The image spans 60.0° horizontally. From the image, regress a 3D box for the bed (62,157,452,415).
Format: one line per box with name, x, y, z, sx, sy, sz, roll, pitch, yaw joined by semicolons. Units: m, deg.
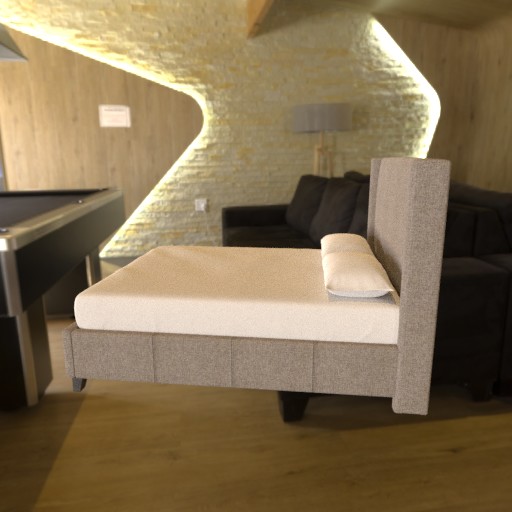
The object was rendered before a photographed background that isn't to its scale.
bed;0.000;0.000;3.389;2.245;1.476;1.714;2;13;7
